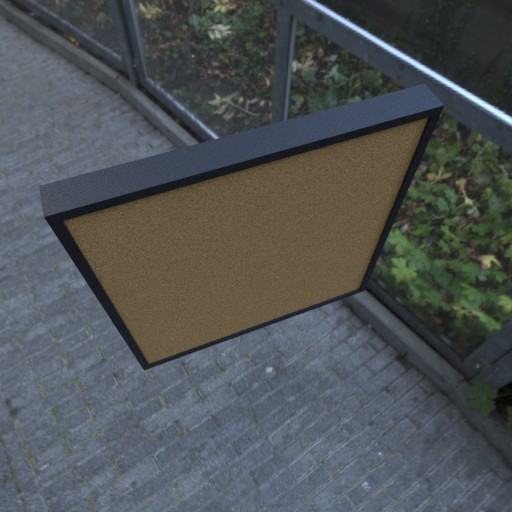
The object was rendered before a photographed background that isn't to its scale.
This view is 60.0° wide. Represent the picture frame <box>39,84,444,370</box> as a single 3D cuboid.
[{"bbox_3d":[0.000,0.000,0.470,0.317,0.317,0.030,-18,59,-11],"label":"picture frame"}]
